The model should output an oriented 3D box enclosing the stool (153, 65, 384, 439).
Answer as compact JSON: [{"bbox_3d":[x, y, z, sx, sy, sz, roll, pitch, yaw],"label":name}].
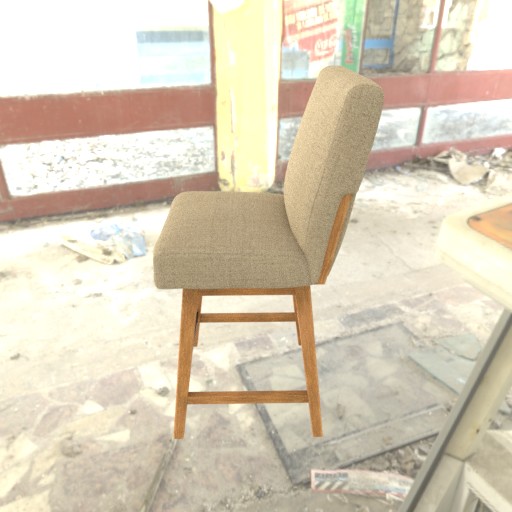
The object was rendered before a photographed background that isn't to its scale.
[{"bbox_3d":[0.000,0.000,1.309,0.526,1.010,0.459,0,28,-1],"label":"stool"}]
